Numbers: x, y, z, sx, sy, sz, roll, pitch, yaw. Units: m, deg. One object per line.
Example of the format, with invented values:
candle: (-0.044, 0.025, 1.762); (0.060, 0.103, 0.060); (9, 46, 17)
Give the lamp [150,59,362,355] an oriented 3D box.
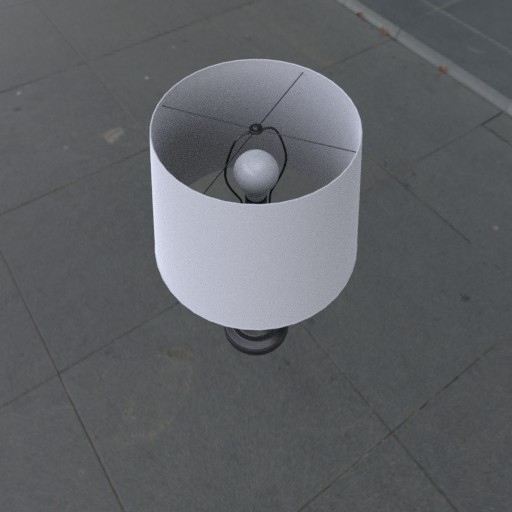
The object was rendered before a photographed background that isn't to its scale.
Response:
lamp: (0.000, 0.000, 0.780); (0.331, 0.594, 0.331); (0, 58, 0)
